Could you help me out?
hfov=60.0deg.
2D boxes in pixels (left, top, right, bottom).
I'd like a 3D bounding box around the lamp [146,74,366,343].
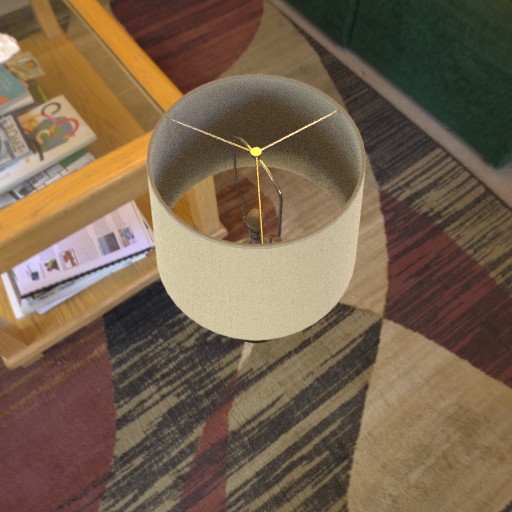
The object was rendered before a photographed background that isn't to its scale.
[{"bbox_3d":[0.000,0.000,0.674,0.285,0.483,0.285,0,63,0],"label":"lamp"}]
